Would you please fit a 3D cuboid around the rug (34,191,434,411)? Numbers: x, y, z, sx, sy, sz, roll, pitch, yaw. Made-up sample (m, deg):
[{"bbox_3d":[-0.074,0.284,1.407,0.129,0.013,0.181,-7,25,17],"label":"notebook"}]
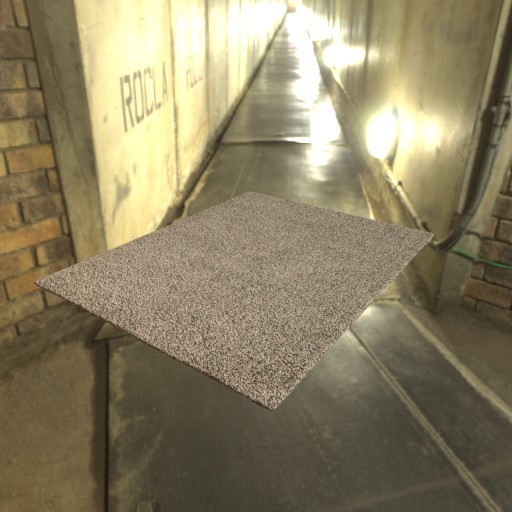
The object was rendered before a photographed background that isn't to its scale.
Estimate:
[{"bbox_3d":[0.000,0.000,4.197,2.438,0.029,3.047,18,31,32],"label":"rug"}]
